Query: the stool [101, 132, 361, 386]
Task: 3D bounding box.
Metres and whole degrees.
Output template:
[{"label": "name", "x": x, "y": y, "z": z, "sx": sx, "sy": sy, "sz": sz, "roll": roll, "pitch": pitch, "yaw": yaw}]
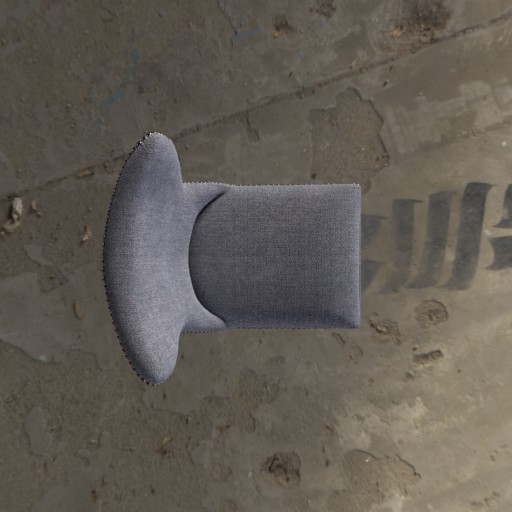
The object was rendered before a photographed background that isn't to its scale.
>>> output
[{"label": "stool", "x": 0.000, "y": 0.000, "z": 1.327, "sx": 0.608, "sy": 0.981, "sz": 0.498, "roll": 0, "pitch": 91, "yaw": 0}]
